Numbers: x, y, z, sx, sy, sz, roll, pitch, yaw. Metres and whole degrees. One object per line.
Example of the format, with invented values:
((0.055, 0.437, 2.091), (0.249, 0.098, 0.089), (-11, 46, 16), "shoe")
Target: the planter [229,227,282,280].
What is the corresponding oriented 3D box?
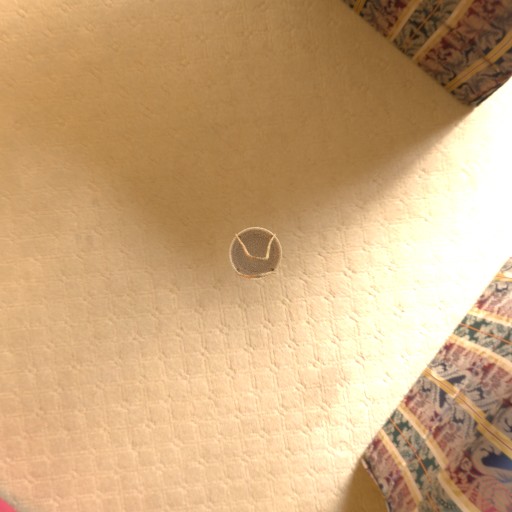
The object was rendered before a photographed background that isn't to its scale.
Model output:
((0.000, 0.000, 0.925), (0.146, 0.841, 0.146), (0, 91, 0), "planter")
